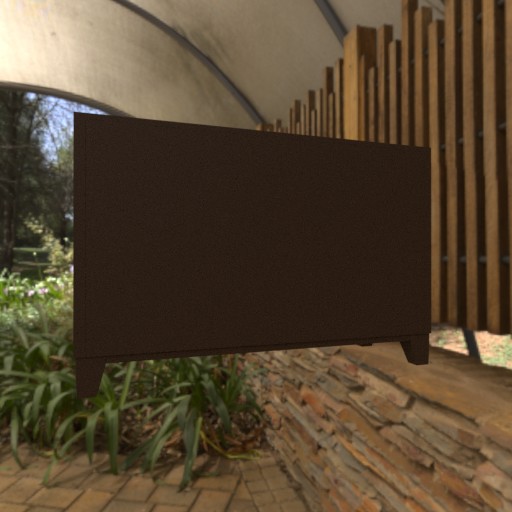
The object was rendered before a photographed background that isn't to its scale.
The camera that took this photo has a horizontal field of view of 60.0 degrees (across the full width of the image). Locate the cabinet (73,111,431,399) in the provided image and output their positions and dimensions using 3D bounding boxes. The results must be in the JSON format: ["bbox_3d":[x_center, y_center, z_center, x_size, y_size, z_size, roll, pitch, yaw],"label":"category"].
[{"bbox_3d":[0.000,0.000,1.863,1.396,0.914,0.482,0,0,-19],"label":"cabinet"}]
